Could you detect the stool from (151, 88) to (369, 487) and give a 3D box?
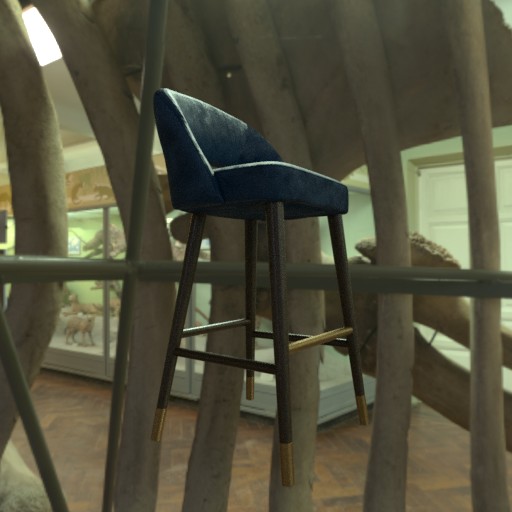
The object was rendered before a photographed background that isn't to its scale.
[{"bbox_3d":[0.000,0.000,1.302,0.515,1.016,0.514,-1,-1,35],"label":"stool"}]
